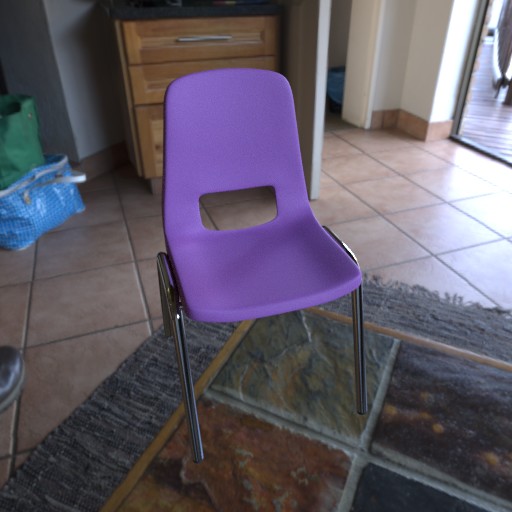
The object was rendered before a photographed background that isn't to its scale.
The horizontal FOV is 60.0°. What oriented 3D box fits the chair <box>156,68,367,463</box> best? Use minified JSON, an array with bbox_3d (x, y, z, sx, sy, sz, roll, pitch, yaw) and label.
[{"bbox_3d":[0.000,0.000,0.680,0.291,0.493,0.301,-10,33,-15],"label":"chair"}]
